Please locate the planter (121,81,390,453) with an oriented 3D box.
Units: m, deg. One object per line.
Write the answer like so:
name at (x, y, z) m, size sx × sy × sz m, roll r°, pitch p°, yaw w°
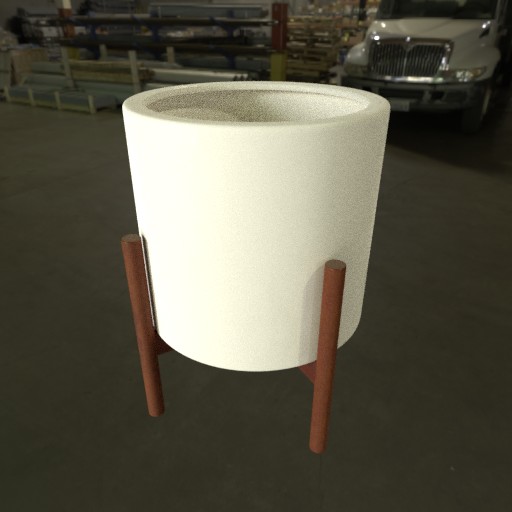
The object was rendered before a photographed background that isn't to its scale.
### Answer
planter at (0.000, 0.000, 0.853) m, size 0.421 × 0.581 × 0.420 m, roll 9°, pitch 30°, yaw 16°
